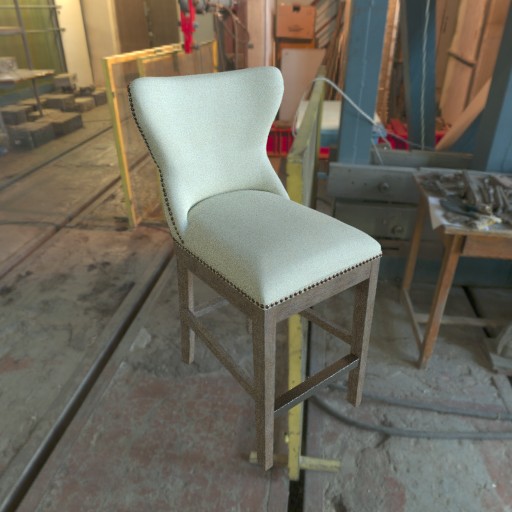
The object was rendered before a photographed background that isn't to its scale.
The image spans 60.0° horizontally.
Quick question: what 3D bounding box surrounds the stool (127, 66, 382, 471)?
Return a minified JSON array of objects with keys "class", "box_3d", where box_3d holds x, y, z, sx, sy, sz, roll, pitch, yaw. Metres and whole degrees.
[{"class":"stool","box_3d":[0.000,0.000,1.318,0.498,0.981,0.608,-21,35,-32]}]
